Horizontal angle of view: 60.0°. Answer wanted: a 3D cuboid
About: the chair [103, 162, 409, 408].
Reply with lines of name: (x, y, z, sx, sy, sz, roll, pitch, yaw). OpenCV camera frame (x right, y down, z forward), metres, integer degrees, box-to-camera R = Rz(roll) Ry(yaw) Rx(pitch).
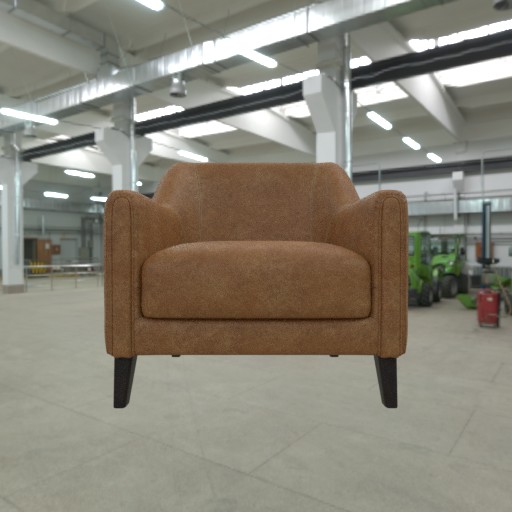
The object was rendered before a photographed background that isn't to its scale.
chair: (0.000, 0.000, 1.916, 1.037, 0.980, 1.034, 0, 1, 0)
